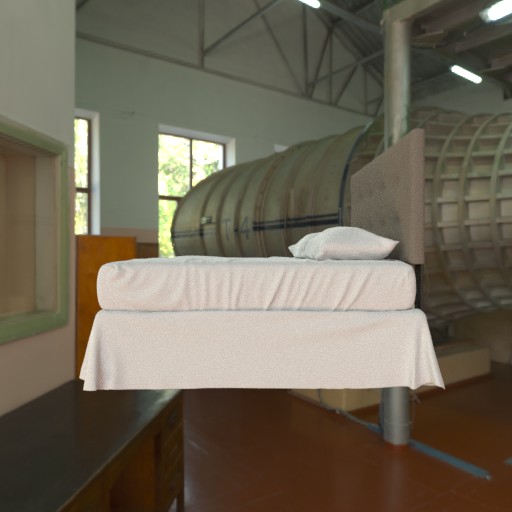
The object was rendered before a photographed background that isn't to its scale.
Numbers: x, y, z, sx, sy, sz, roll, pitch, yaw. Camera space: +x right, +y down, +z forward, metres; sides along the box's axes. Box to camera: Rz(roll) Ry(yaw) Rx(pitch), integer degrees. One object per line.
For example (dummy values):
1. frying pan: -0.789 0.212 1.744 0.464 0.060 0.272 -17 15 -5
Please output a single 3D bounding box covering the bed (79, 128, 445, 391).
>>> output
1. bed: 0.000 0.000 3.494 2.222 1.577 1.936 0 0 -1
